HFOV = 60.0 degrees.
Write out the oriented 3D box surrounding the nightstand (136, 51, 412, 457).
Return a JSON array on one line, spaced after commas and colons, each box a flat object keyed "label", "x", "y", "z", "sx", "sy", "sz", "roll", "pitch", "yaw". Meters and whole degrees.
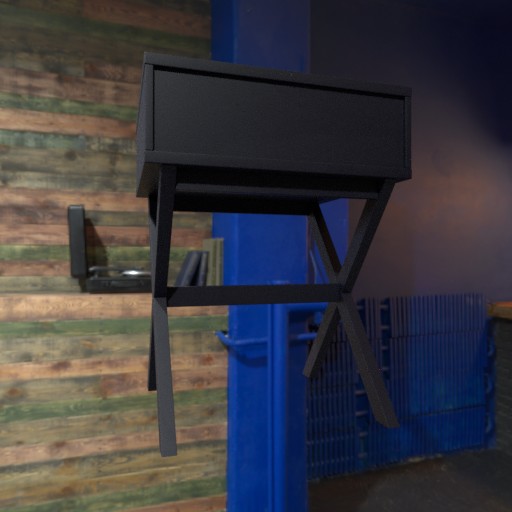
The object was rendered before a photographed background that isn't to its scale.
[{"label": "nightstand", "x": 0.000, "y": 0.000, "z": 0.937, "sx": 0.479, "sy": 0.623, "sz": 0.402, "roll": 0, "pitch": 0, "yaw": -17}]
